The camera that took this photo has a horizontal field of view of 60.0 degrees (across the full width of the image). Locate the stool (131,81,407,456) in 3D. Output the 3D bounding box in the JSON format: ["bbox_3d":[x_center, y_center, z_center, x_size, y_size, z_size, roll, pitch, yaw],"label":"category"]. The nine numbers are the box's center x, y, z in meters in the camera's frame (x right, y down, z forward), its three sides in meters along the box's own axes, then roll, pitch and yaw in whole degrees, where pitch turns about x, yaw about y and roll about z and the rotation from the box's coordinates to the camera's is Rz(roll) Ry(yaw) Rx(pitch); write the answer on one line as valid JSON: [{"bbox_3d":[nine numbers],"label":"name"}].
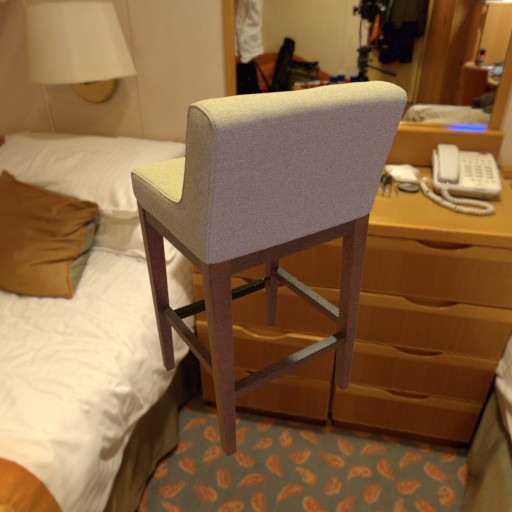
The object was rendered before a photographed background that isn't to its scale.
[{"bbox_3d":[0.000,0.000,1.249,0.511,0.937,0.500,-18,34,-29],"label":"stool"}]
